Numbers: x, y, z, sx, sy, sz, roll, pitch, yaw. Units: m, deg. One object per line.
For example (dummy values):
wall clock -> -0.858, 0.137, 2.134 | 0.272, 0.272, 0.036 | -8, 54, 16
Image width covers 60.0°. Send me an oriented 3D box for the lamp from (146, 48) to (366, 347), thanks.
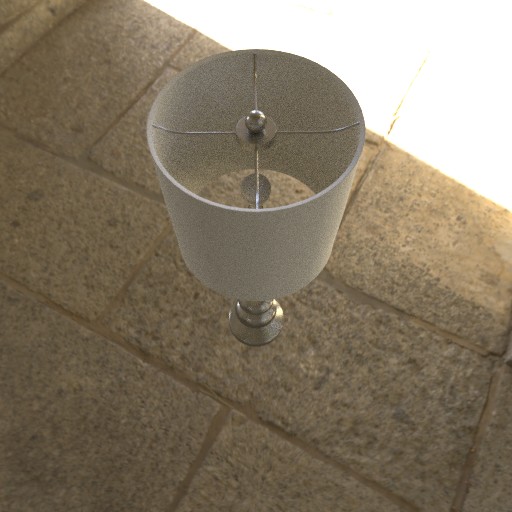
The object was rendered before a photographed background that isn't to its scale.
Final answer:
lamp -> 0.000, 0.000, 0.807 | 0.254, 0.690, 0.254 | -1, 62, 0
